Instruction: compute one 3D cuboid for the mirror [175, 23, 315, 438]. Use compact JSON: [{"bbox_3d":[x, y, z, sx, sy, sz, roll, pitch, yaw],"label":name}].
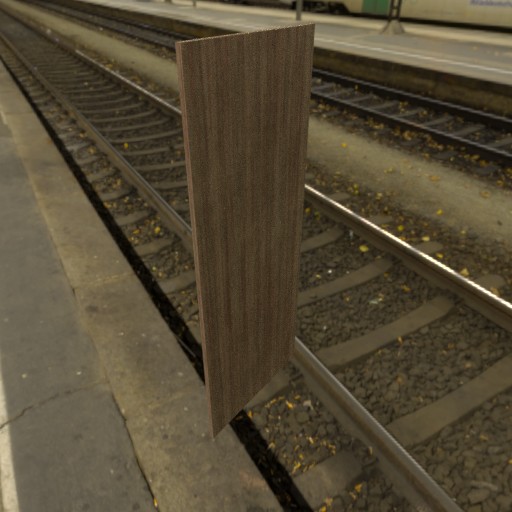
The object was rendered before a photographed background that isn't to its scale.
[{"bbox_3d":[0.000,0.000,2.237,0.025,2.032,0.812,23,39,31],"label":"mirror"}]
